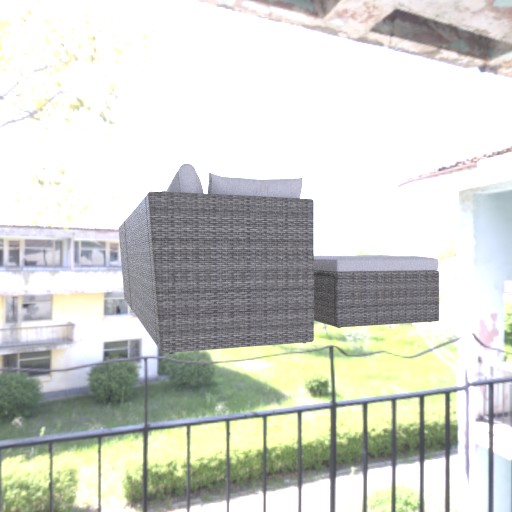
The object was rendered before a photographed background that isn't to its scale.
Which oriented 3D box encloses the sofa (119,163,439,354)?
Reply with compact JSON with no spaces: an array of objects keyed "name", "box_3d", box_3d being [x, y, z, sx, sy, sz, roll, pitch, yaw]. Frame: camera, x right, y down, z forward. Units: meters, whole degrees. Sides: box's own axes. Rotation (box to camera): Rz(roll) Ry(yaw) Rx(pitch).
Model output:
[{"name":"sofa","box_3d":[0.000,0.000,2.977,1.662,0.766,2.192,0,0,-20]}]
